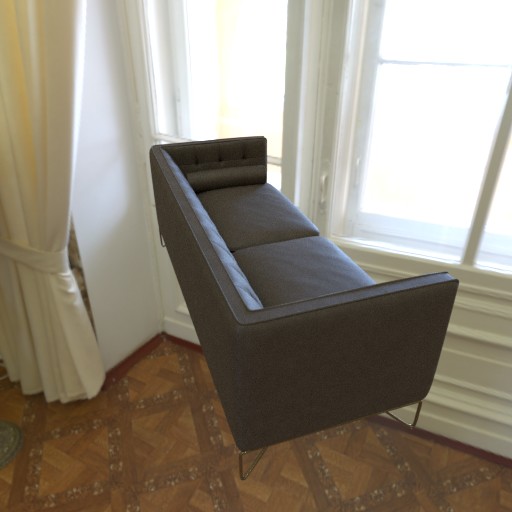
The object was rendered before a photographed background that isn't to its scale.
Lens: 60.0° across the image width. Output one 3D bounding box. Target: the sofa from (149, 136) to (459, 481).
[{"bbox_3d":[0.000,0.000,2.491,0.867,0.789,2.087,-10,31,-16],"label":"sofa"}]
